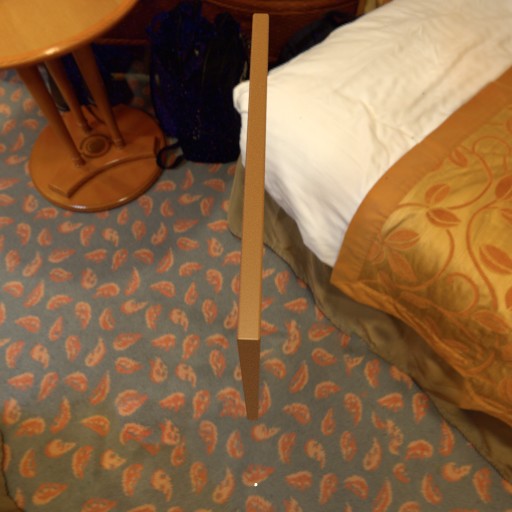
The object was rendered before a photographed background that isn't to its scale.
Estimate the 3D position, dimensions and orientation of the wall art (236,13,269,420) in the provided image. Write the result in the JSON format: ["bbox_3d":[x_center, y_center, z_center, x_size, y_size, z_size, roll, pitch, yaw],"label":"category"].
[{"bbox_3d":[0.000,0.000,0.507,0.015,0.379,0.310,2,63,1],"label":"wall art"}]
